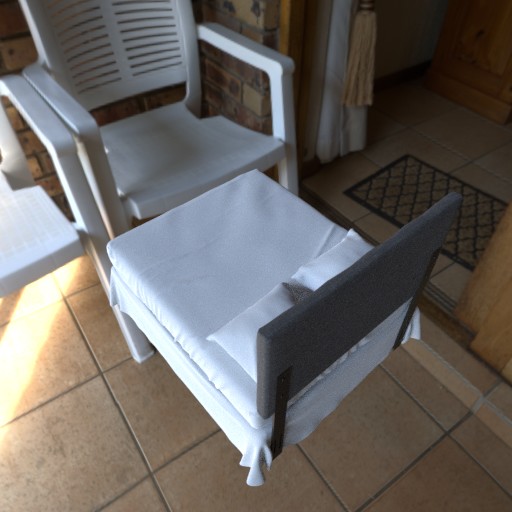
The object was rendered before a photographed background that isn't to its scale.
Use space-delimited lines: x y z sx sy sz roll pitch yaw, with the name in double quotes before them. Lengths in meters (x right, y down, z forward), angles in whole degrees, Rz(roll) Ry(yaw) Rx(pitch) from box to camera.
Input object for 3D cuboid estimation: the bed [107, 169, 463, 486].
"bed" 0.000 0.000 3.454 1.936 1.577 2.222 -31 53 -27
